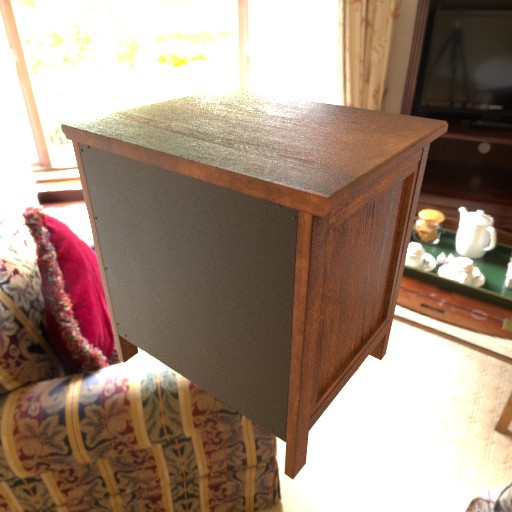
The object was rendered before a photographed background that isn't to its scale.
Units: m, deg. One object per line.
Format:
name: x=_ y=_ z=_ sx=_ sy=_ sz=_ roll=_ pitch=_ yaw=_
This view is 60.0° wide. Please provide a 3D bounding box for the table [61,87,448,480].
table: x=0.000 y=0.000 z=1.000 sx=0.586 sy=0.597 sz=0.461 roll=22 pitch=37 yaw=32
